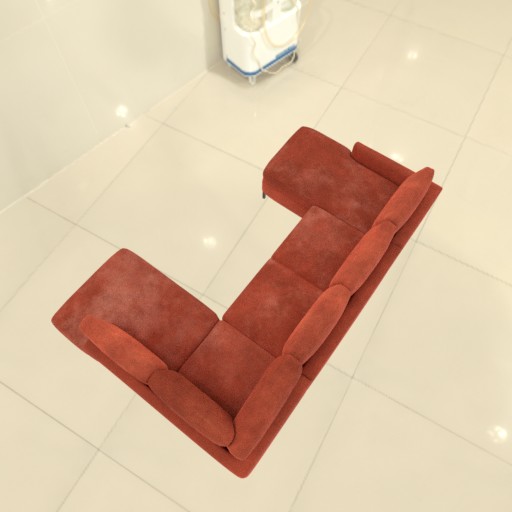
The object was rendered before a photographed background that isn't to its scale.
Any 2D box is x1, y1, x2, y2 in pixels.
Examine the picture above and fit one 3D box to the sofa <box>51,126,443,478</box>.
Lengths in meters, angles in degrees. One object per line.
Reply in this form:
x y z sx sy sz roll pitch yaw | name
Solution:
0.000 0.000 3.846 1.981 0.858 2.971 34 69 15 | sofa
